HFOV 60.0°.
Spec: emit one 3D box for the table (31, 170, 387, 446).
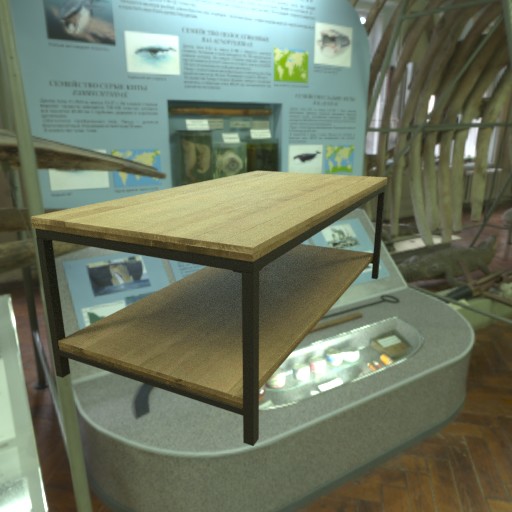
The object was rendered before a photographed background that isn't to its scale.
[{"bbox_3d":[0.000,0.000,1.380,0.551,0.399,1.100,8,19,26],"label":"table"}]
